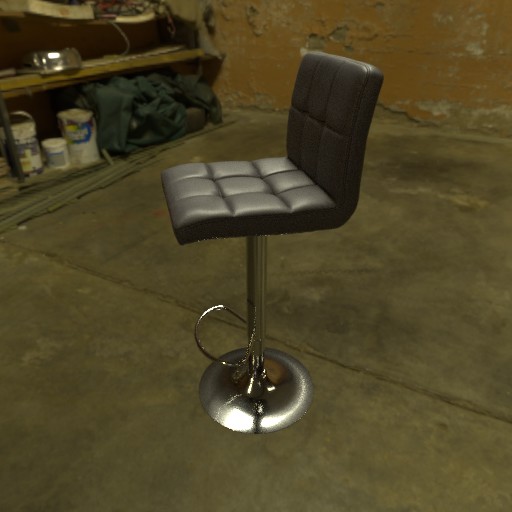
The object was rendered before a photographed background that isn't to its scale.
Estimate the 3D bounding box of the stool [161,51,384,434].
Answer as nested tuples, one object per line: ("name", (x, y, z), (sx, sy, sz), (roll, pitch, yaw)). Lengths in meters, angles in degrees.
("stool", (0.000, 0.000, 1.365), (0.505, 1.115, 0.430), (-8, 31, -13))
